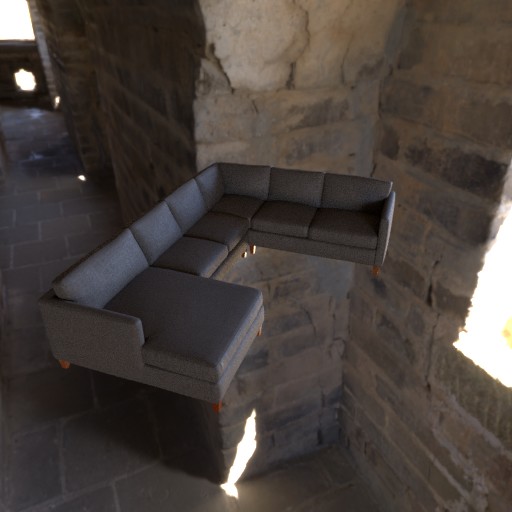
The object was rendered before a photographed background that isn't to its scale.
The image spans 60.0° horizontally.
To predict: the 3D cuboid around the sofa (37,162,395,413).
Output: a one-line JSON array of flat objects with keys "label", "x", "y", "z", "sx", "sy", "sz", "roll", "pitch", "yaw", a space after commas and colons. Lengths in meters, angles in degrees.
[{"label": "sofa", "x": 0.000, "y": 0.000, "z": 4.713, "sx": 2.594, "sy": 0.961, "sz": 3.460, "roll": 10, "pitch": 31, "yaw": 17}]
